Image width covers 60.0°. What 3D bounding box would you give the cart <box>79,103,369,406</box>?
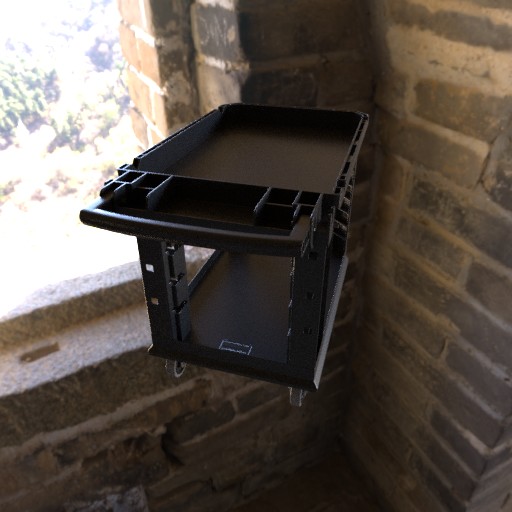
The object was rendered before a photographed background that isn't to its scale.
[{"bbox_3d":[0.000,0.000,1.750,0.674,0.884,1.239,9,32,14],"label":"cart"}]
